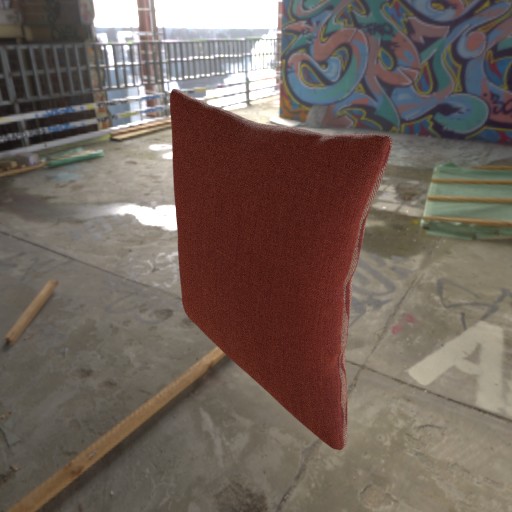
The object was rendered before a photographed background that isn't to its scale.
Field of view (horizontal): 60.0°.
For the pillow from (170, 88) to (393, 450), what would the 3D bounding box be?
[{"bbox_3d":[0.000,0.000,0.661,0.159,0.434,0.429,-20,33,-33],"label":"pillow"}]
